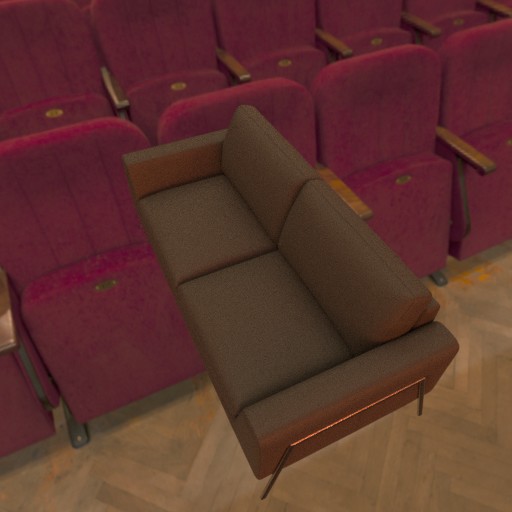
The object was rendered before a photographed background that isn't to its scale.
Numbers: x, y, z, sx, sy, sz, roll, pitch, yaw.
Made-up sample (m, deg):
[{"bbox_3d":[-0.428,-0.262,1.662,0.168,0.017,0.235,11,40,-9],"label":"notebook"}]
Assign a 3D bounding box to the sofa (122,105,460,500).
[{"bbox_3d":[0.000,0.000,2.444,0.953,0.875,2.017,-19,50,-17],"label":"sofa"}]
